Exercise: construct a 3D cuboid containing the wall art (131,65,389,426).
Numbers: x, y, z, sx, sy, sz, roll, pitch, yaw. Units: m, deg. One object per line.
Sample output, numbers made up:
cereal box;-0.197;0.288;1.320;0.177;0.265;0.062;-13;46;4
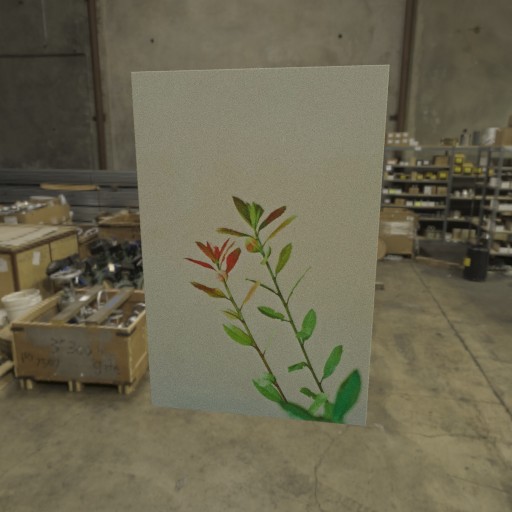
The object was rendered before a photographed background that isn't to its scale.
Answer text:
wall art;0.000;0.000;0.781;0.408;0.611;0.038;2;14;9
